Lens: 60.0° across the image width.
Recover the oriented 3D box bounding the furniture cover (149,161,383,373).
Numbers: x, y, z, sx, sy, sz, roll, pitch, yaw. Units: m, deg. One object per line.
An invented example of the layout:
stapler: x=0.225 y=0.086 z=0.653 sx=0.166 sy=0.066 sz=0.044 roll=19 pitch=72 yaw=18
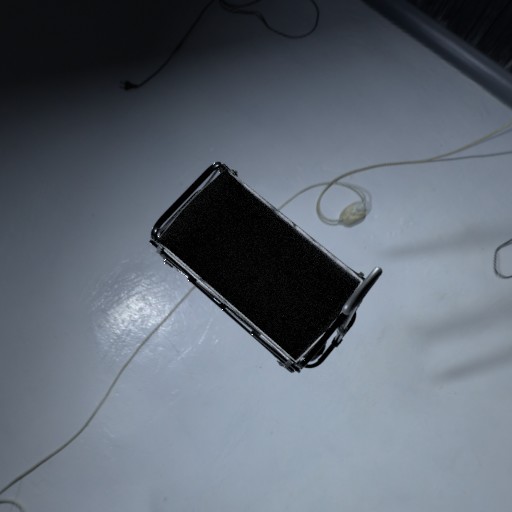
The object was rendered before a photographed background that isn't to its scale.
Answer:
furniture cover: x=0.000 y=0.000 z=1.830 sx=1.038 sy=1.295 sz=0.532 roll=40 pitch=79 yaw=9
